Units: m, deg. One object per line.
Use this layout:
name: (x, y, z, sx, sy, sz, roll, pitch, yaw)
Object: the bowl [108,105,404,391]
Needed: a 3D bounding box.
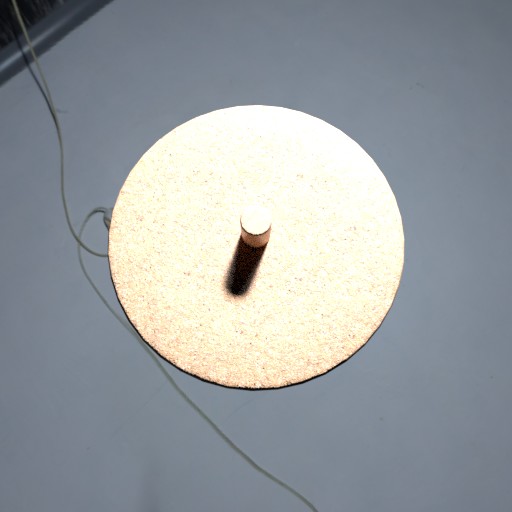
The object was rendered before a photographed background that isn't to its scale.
bowl: (0.000, 0.000, 0.221, 0.126, 0.110, 0.126, 0, 76, 0)
